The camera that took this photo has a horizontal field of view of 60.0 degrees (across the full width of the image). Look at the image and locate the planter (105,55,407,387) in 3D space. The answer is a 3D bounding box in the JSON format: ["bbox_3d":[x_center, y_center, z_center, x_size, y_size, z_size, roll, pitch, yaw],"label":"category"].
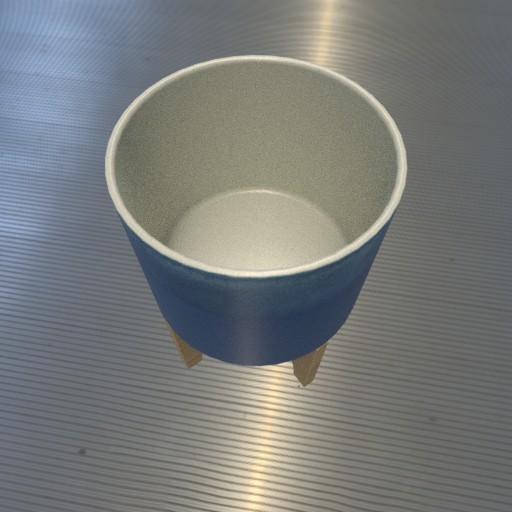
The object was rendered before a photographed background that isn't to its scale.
[{"bbox_3d":[0.000,0.000,0.543,0.261,0.367,0.261,0,58,0],"label":"planter"}]
